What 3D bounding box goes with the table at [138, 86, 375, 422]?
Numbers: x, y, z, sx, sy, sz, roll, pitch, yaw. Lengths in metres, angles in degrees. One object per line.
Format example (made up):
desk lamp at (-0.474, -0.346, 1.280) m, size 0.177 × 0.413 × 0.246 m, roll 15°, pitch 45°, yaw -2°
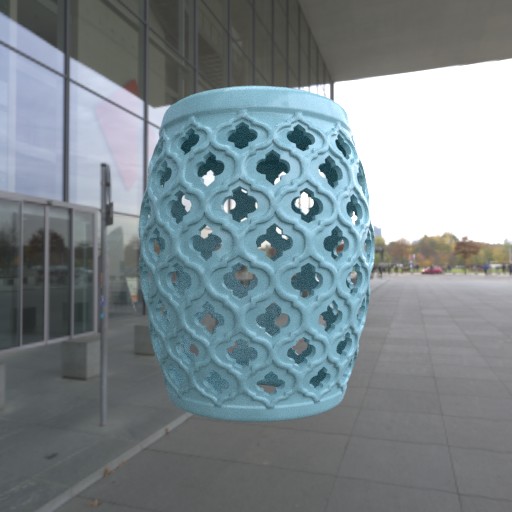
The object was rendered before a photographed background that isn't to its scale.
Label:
table at (0.000, 0.000, 0.630) m, size 0.325 × 0.388 × 0.325 m, roll 0°, pitch -1°, yaw 0°
